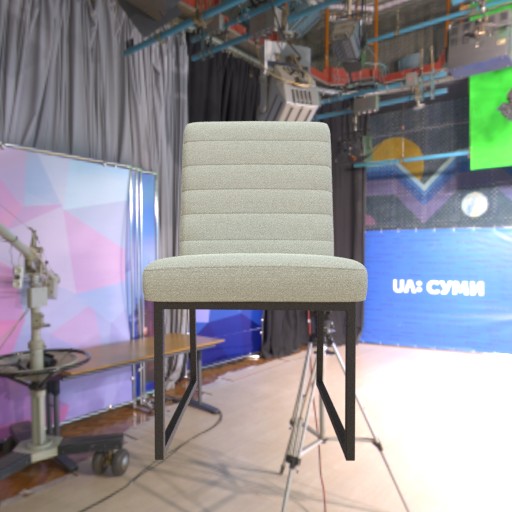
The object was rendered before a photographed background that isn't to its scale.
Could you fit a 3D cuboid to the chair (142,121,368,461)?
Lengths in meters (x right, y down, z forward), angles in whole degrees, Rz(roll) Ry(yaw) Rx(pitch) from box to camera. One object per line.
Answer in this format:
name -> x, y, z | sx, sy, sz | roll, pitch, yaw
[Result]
chair -> 0.000, 0.000, 1.310 | 0.520, 0.930, 0.634 | 0, 2, 1
